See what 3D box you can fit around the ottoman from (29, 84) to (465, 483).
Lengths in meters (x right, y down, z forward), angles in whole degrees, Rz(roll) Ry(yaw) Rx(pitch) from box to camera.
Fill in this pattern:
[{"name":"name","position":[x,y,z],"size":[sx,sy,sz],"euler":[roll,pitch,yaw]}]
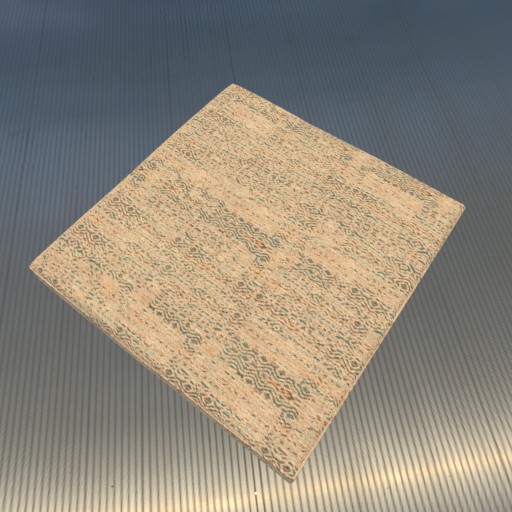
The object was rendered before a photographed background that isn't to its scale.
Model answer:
[{"name":"ottoman","position":[0.000,0.000,1.499],"size":[0.968,0.356,1.004],"euler":[33,67,16]}]
